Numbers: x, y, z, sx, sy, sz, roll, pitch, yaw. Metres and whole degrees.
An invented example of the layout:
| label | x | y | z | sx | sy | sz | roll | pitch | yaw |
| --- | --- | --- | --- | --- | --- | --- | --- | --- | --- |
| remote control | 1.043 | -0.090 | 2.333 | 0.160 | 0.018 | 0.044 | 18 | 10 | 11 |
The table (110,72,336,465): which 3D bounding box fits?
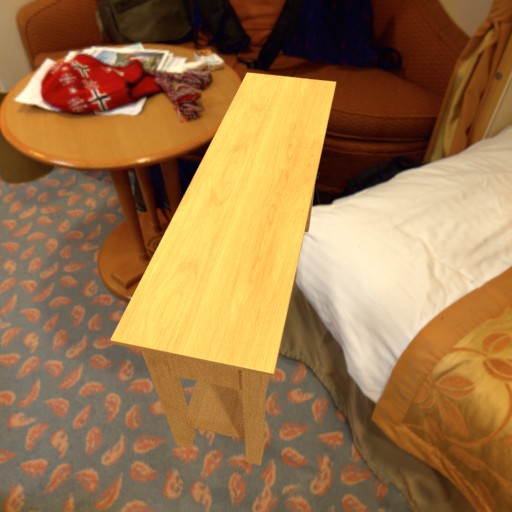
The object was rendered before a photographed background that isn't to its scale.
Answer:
| label | x | y | z | sx | sy | sz | roll | pitch | yaw |
| --- | --- | --- | --- | --- | --- | --- | --- | --- | --- |
| table | 0.000 | 0.000 | 1.579 | 0.350 | 0.730 | 1.240 | 9 | 49 | 8 |
